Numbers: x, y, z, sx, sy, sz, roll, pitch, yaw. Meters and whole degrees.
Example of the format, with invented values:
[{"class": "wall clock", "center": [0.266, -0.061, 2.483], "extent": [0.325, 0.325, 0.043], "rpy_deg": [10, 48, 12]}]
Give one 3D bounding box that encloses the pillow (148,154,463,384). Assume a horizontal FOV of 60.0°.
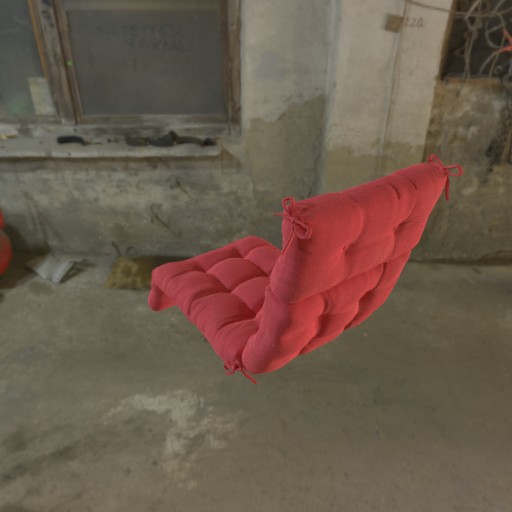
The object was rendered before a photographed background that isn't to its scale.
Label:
[{"class": "pillow", "center": [0.000, 0.000, 1.498], "extent": [0.526, 0.863, 1.016], "rpy_deg": [-20, 37, -29]}]
